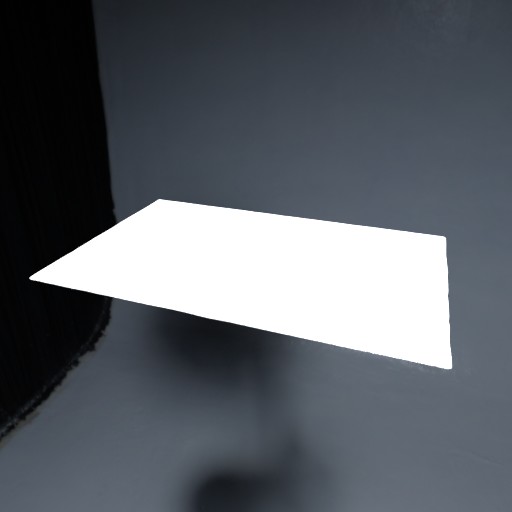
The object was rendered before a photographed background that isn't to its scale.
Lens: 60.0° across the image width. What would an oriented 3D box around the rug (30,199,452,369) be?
[{"bbox_3d":[0.000,0.000,3.016,2.442,0.010,1.546,9,28,18],"label":"rug"}]
